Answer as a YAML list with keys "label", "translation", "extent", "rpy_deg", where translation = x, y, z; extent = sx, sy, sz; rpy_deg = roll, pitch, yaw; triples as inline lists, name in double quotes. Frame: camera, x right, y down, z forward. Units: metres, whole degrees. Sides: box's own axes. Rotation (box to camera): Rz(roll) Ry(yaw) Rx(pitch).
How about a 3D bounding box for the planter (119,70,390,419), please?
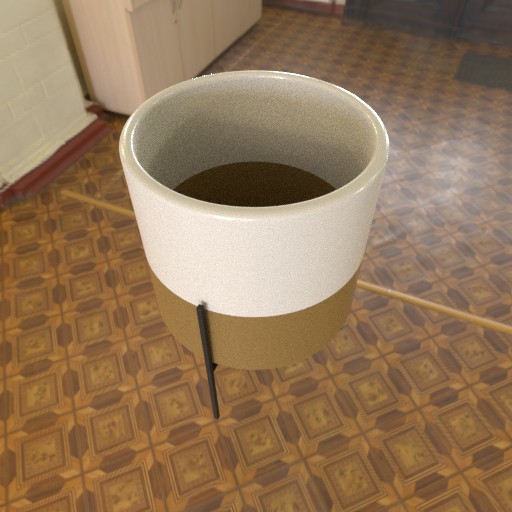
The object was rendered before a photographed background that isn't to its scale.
- label: "planter"
  translation: [0.000, 0.000, 0.658]
  extent: [0.310, 0.432, 0.310]
  rpy_deg: [-17, 49, -15]
